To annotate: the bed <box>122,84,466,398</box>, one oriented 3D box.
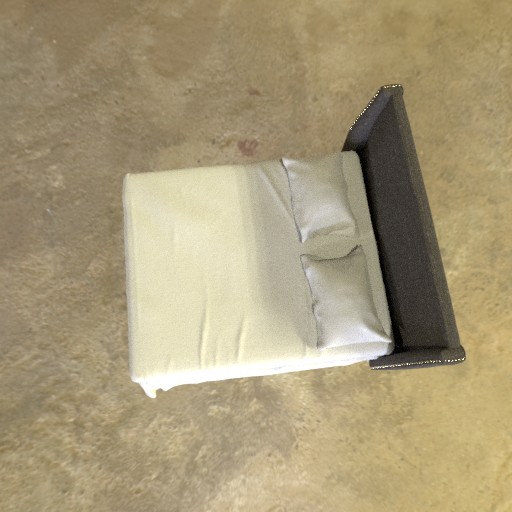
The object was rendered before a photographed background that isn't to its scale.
[{"bbox_3d":[0.000,0.000,3.413,2.276,1.332,1.925,-6,74,-2],"label":"bed"}]
